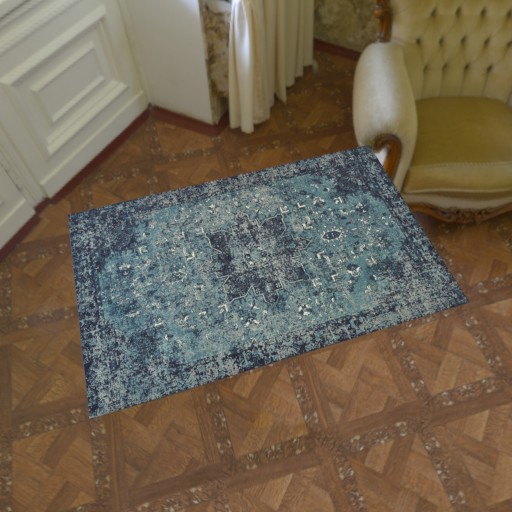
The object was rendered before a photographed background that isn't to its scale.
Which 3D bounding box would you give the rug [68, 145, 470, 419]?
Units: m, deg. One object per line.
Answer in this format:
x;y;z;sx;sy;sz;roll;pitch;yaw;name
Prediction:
0.000;0.000;3.077;2.440;0.007;1.525;-15;59;-9;rug
